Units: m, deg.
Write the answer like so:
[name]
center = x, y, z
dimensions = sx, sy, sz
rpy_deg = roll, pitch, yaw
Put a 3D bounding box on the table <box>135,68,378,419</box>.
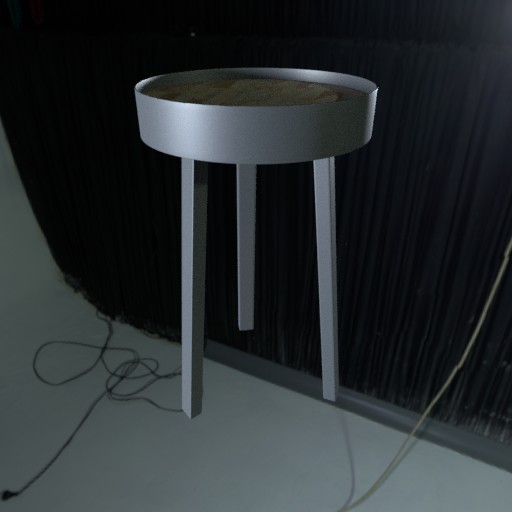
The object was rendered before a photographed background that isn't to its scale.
[table]
center = 0.000, 0.000, 0.931
dimensions = 0.406, 0.686, 0.406
rpy_deg = 11, 31, 19
